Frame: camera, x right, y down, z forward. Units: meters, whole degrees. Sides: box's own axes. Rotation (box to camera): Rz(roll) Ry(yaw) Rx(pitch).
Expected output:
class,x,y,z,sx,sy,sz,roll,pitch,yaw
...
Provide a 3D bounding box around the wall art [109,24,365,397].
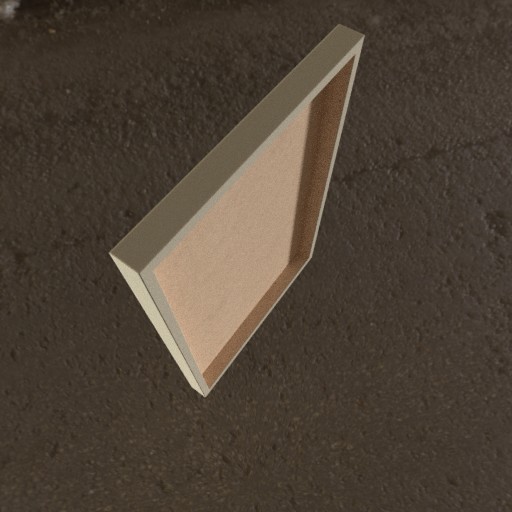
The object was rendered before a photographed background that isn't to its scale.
class,x,y,z,sx,sy,sz,roll,pitch,yaw
wall art,0.000,0.000,0.760,0.038,0.608,0.418,33,67,16
